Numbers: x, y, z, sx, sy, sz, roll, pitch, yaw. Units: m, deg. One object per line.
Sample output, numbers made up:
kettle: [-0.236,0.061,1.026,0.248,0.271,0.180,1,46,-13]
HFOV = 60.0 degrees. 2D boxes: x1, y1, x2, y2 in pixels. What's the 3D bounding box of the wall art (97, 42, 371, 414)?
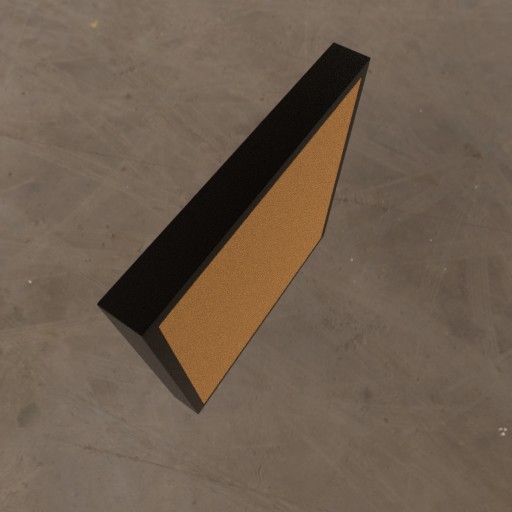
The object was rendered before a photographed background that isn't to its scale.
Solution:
wall art: [0.000,0.000,0.460,0.037,0.299,0.299,31,66,15]
